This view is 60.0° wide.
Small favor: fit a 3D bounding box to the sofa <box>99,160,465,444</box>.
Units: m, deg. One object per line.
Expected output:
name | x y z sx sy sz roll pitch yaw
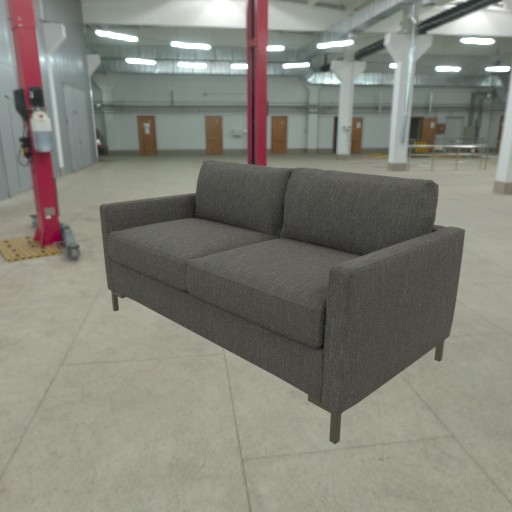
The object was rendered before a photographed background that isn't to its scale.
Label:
sofa | 0.000 0.000 2.199 0.875 0.840 1.682 -15 22 -42
